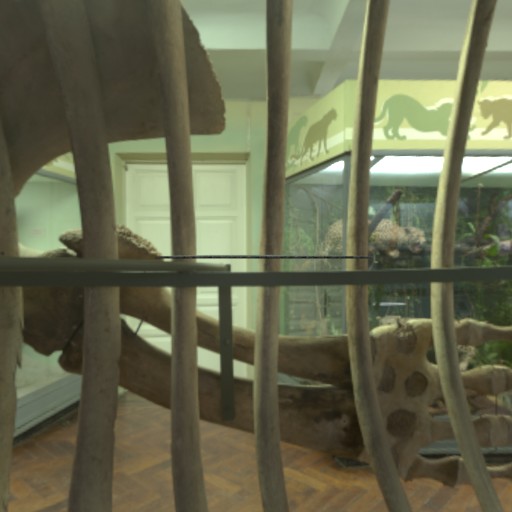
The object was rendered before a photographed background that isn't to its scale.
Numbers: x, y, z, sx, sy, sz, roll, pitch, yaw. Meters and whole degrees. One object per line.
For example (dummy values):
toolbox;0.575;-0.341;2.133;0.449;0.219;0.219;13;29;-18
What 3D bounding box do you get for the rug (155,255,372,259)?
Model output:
rug;0.000;0.000;2.508;0.686;0.008;2.286;0;0;-1
